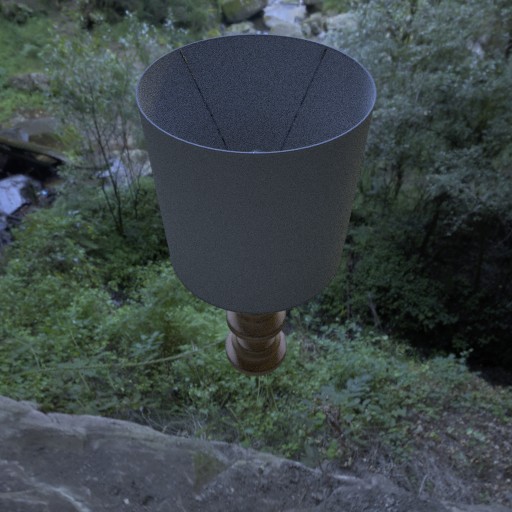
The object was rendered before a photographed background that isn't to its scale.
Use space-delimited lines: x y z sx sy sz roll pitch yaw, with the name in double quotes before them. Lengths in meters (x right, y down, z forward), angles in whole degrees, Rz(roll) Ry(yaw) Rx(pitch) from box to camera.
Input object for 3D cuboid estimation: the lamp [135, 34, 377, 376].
"lamp" 0.000 0.000 0.558 0.208 0.455 0.208 18 51 15
